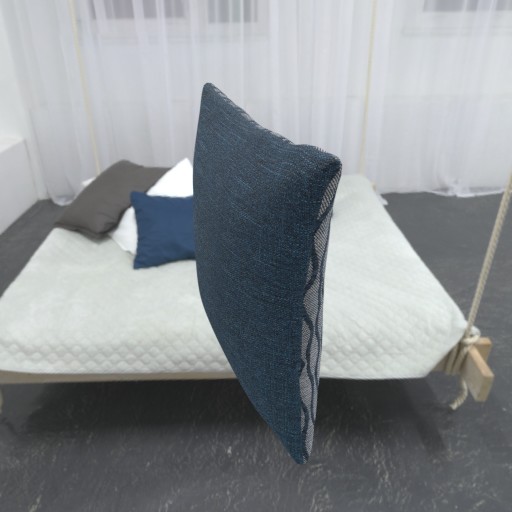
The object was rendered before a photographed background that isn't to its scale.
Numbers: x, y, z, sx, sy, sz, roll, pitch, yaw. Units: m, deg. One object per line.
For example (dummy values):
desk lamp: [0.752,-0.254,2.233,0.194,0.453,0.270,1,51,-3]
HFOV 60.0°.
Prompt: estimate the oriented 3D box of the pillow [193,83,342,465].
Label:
pillow: [0.000,0.000,0.665,0.159,0.435,0.435,-11,31,-18]
